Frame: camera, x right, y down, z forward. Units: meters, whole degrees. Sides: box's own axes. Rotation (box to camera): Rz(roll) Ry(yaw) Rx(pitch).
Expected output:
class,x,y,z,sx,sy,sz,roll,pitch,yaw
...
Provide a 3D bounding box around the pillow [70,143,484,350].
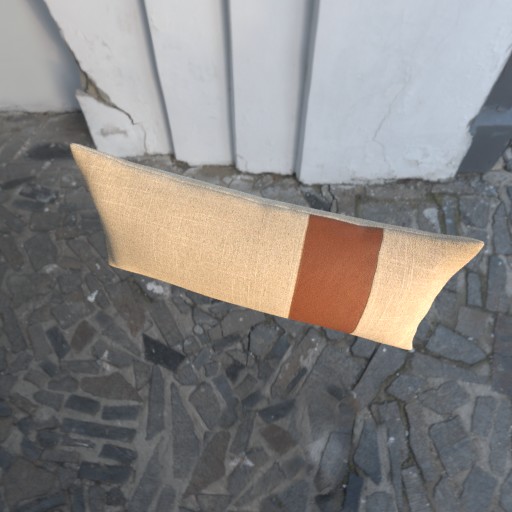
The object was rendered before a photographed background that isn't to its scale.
class,x,y,z,sx,sy,sz,roll,pitch,yaw
pillow,0.000,0.000,0.736,0.612,0.282,0.155,15,59,9
